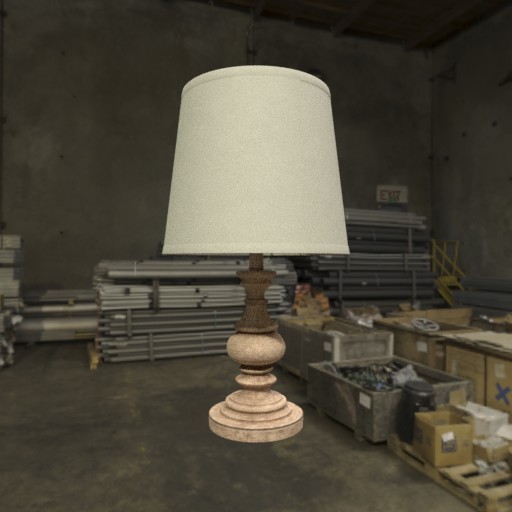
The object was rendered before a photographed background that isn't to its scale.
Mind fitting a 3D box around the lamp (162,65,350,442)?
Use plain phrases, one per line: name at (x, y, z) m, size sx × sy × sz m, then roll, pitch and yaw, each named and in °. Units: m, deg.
lamp at (0.000, 0.000, 0.659) m, size 0.273 × 0.497 × 0.273 m, roll 0°, pitch -1°, yaw 0°
